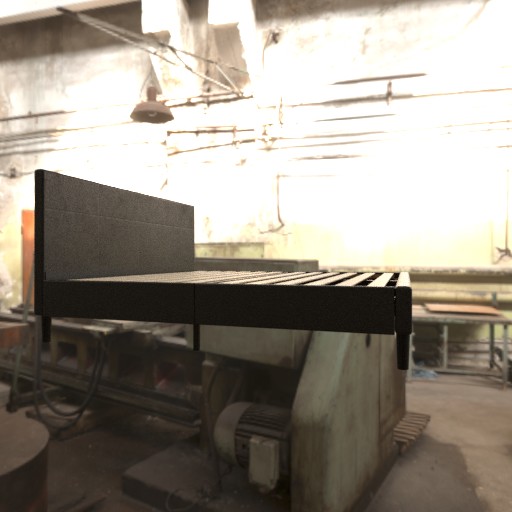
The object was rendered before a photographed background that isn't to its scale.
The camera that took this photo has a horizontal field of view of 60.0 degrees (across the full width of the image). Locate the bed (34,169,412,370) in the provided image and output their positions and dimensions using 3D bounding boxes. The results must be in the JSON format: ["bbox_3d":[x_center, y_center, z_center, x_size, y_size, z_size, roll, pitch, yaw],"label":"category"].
[{"bbox_3d":[0.000,0.000,3.280,2.152,1.046,2.018,0,0,19],"label":"bed"}]
